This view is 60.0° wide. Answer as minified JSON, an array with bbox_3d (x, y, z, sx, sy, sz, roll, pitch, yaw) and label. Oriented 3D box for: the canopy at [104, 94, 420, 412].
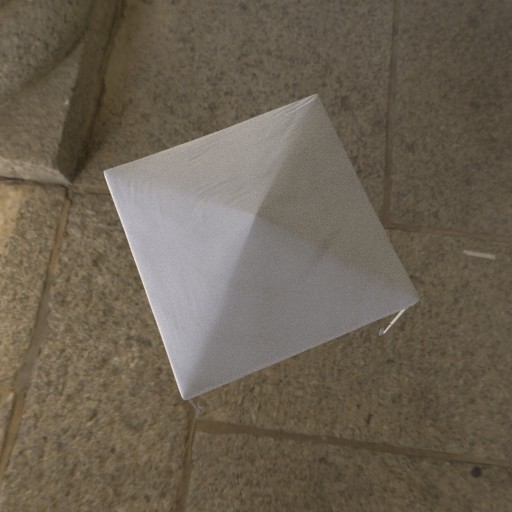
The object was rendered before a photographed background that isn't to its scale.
[{"bbox_3d":[0.000,0.000,6.509,3.600,3.600,3.599,-21,77,-5],"label":"canopy"}]
